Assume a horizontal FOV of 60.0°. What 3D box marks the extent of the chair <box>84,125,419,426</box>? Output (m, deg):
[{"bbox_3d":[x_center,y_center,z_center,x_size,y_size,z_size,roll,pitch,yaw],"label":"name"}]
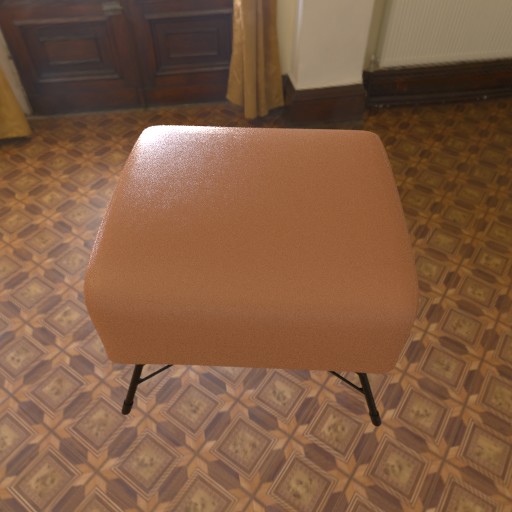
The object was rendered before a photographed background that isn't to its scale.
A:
[{"bbox_3d":[0.000,0.000,0.928,0.530,0.410,0.530,2,47,2],"label":"chair"}]
